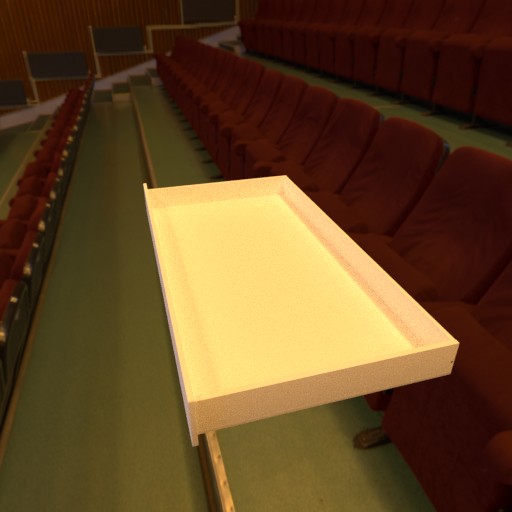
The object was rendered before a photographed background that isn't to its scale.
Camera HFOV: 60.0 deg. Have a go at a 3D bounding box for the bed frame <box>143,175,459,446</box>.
[{"bbox_3d":[0.000,0.000,1.555,0.670,0.141,1.300,-8,31,-14],"label":"bed frame"}]
